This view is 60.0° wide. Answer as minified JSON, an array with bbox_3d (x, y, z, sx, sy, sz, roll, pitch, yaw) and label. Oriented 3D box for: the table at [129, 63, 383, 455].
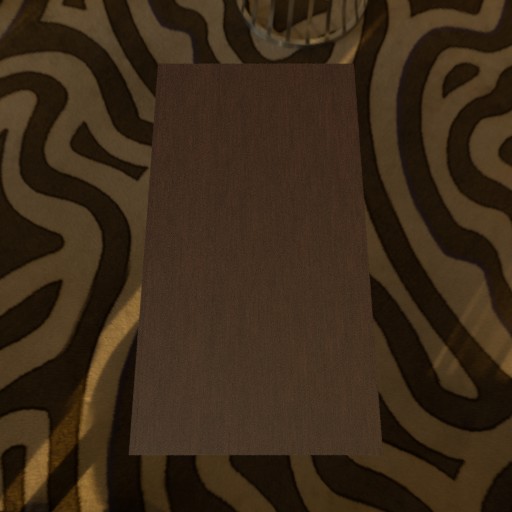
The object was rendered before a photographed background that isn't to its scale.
[{"bbox_3d":[0.000,0.000,1.400,0.597,0.424,1.099,0,74,0],"label":"table"}]
